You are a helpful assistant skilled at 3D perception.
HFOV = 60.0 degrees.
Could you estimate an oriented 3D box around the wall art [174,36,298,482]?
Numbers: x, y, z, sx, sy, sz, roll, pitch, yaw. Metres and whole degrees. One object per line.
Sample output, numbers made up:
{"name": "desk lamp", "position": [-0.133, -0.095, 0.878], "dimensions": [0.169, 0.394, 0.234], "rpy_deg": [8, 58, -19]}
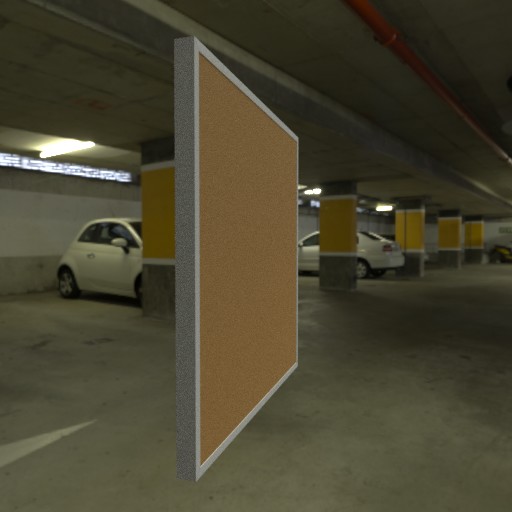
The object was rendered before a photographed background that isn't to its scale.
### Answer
{"name": "wall art", "position": [0.000, 0.000, 1.123], "dimensions": [0.038, 0.762, 0.762], "rpy_deg": [1, 2, 19]}
